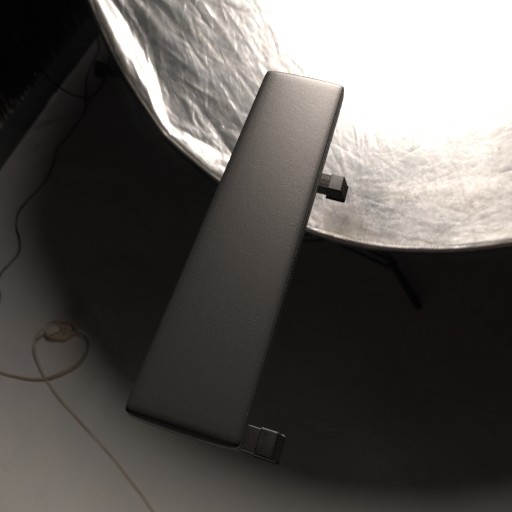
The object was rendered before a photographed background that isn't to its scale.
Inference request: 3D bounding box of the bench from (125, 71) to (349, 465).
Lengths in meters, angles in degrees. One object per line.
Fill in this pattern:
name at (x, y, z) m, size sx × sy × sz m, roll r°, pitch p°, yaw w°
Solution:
bench at (0.000, 0.000, 1.307) m, size 0.439 × 0.453 × 1.072 m, roll 15°, pitch 63°, yaw 8°
